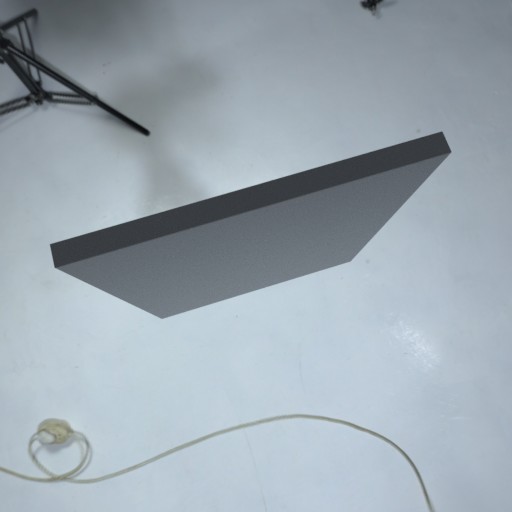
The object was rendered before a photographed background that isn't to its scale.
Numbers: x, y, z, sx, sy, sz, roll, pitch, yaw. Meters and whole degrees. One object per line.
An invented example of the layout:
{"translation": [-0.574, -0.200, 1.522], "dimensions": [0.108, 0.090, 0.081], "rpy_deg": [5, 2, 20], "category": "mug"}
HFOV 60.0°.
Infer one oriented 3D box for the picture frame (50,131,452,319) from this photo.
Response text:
{"translation": [0.000, 0.000, 0.765], "dimensions": [0.460, 0.556, 0.028], "rpy_deg": [-17, 77, -4], "category": "picture frame"}
